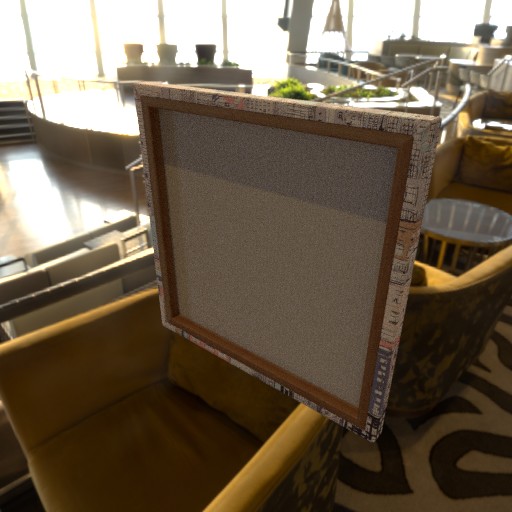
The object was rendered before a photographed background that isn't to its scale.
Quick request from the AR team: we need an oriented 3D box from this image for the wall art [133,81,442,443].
[{"bbox_3d":[0.000,0.000,0.888,0.607,0.608,0.038,20,34,33],"label":"wall art"}]
